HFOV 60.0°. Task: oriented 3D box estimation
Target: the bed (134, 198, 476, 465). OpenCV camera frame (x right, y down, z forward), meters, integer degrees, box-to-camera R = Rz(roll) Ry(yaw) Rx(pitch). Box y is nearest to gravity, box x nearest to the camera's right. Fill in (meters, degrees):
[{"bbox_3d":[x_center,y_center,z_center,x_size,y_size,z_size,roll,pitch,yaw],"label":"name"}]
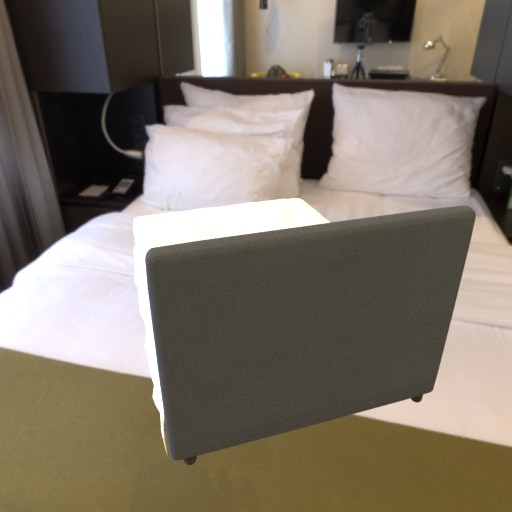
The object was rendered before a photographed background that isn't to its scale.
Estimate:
[{"bbox_3d":[0.000,0.000,3.197,1.713,1.330,2.162,-9,29,-16],"label":"bed"}]
